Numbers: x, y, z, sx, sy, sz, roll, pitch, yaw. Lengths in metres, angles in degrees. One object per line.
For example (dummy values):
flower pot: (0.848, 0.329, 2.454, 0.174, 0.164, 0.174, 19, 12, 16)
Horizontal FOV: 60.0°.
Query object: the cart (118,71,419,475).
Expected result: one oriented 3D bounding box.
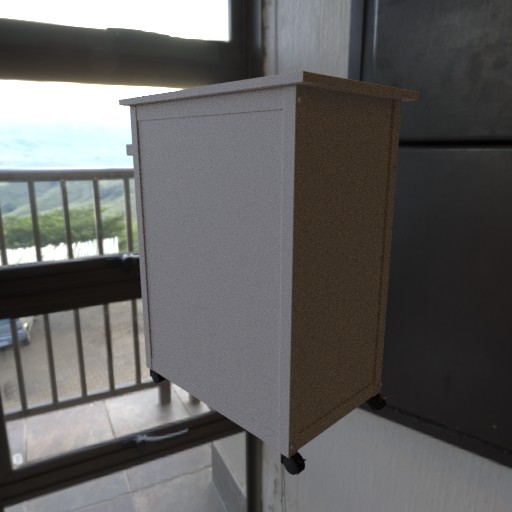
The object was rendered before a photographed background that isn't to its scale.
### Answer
cart: (0.000, 0.000, 1.266, 0.442, 0.864, 0.683, -13, 19, -43)
